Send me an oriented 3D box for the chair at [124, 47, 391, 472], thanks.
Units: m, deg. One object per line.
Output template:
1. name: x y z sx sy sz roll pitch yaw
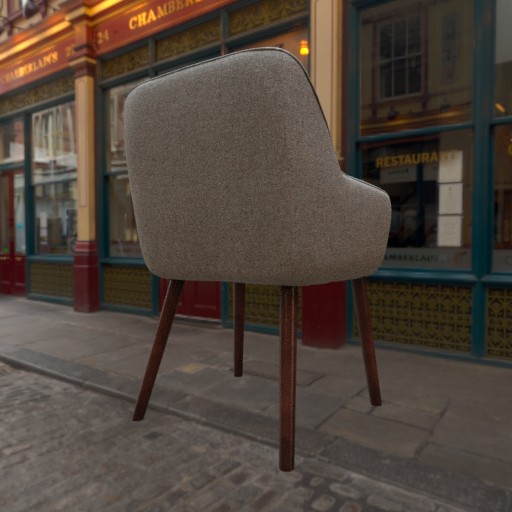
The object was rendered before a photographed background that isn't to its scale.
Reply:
1. chair: 0.000 0.000 1.132 0.543 0.803 0.519 1 1 35
